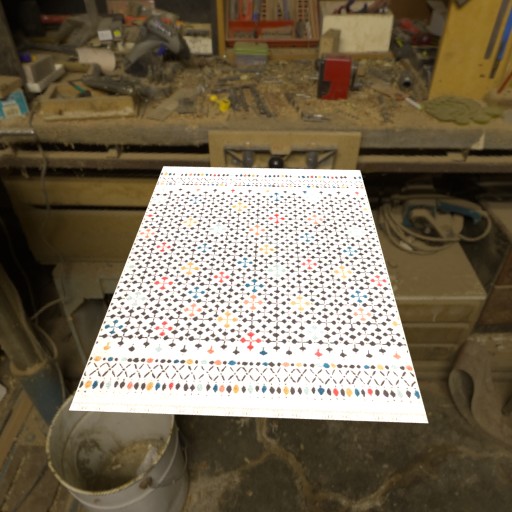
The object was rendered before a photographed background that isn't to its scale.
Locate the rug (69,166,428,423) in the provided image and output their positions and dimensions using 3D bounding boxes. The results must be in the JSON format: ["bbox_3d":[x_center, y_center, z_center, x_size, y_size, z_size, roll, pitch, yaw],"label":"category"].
[{"bbox_3d":[0.000,0.000,4.104,2.354,0.007,3.196,1,41,2],"label":"rug"}]
